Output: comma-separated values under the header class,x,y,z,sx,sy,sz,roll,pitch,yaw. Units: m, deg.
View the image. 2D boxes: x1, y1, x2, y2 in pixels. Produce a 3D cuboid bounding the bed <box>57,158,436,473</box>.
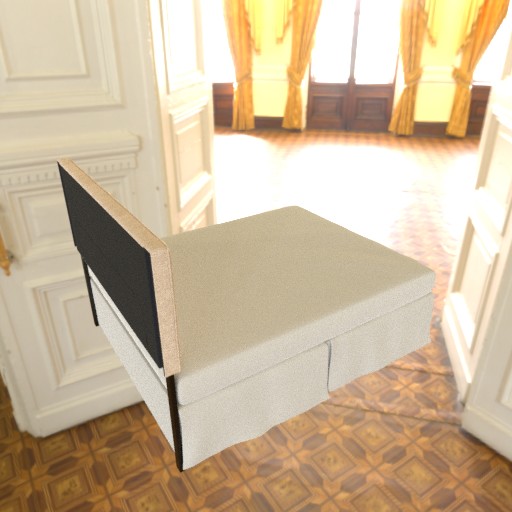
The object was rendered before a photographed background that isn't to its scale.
class,x,y,z,sx,sy,sz,roll,pitch,yaw
bed,0.000,0.000,2.991,1.978,1.270,1.643,-17,32,-30
